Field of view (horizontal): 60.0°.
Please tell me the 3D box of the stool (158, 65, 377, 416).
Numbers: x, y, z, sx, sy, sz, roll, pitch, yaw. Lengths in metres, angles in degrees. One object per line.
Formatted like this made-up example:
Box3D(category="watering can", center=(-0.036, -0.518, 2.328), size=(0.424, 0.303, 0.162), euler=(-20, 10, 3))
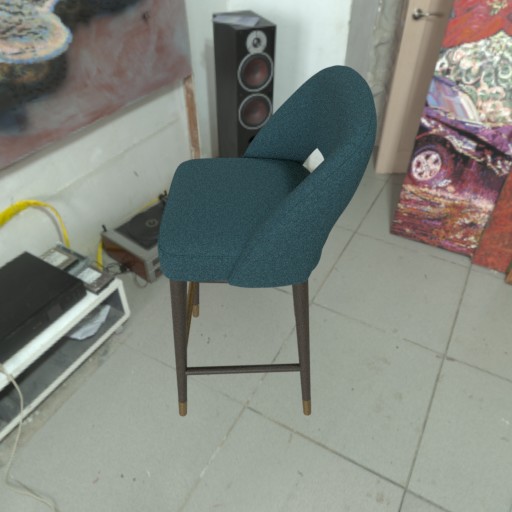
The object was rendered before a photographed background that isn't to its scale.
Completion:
Box3D(category="stool", center=(0.000, 0.000, 1.329), size=(0.522, 1.032, 0.536), euler=(0, 41, 0))
